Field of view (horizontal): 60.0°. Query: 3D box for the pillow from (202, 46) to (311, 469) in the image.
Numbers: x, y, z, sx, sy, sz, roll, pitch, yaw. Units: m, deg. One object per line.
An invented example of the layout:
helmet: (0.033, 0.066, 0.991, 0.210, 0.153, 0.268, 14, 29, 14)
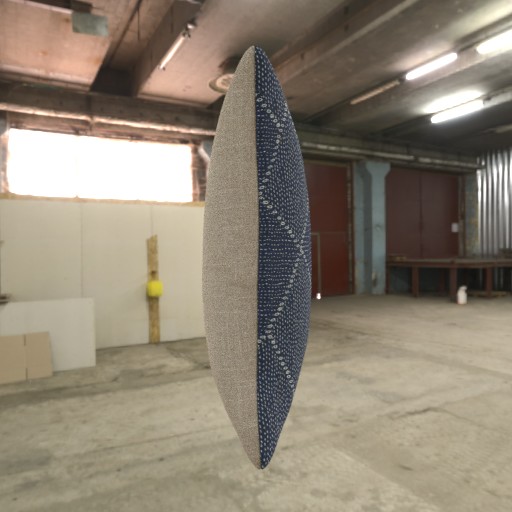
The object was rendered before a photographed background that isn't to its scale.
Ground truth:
pillow: (0.000, 0.000, 0.660, 0.148, 0.428, 0.435, 0, 1, 0)
